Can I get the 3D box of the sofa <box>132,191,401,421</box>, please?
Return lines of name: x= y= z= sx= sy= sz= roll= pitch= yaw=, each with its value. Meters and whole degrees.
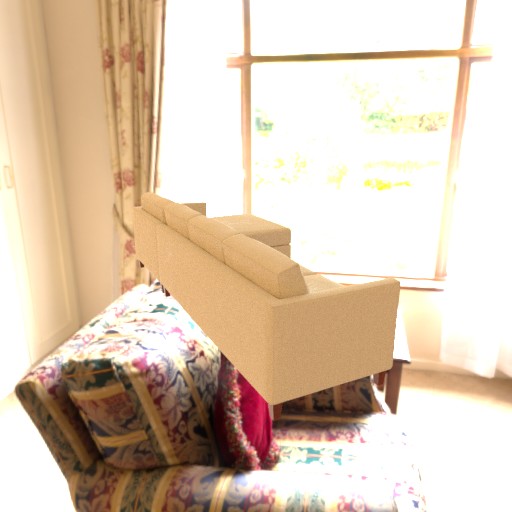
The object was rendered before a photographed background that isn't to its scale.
sofa: x=0.000 y=0.000 z=4.257 sx=1.599 sy=0.954 sz=3.471 roll=-8 pitch=18 yaw=-26
